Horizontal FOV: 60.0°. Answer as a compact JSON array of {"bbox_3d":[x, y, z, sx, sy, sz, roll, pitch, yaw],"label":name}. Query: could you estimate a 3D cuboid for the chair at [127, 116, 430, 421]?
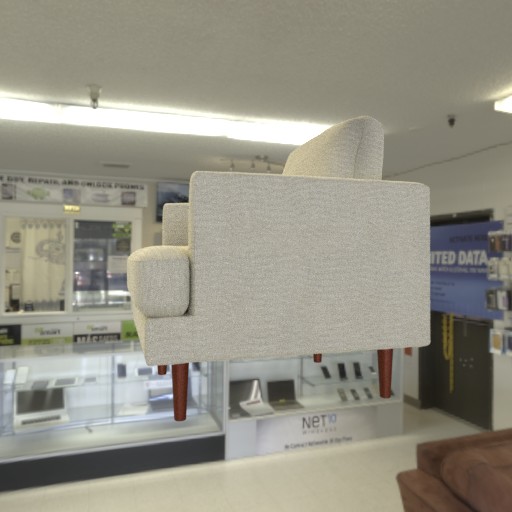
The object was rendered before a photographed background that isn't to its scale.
[{"bbox_3d":[0.000,0.000,1.637,0.899,0.957,0.858,0,0,-18],"label":"chair"}]
